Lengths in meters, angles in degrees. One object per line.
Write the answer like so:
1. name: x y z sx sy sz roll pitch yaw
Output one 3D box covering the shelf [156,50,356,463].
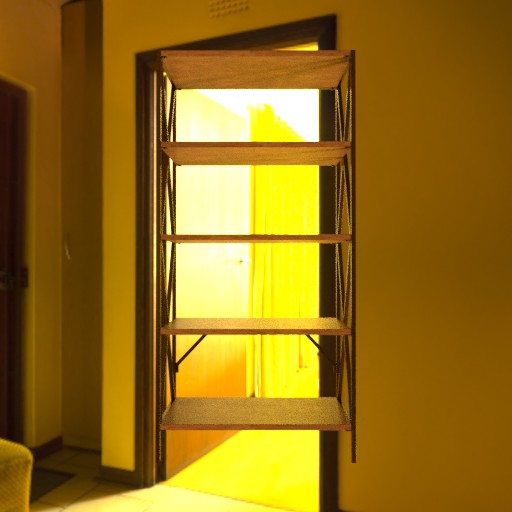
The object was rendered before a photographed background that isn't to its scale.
1. shelf: 0.000 0.000 2.130 0.874 1.803 0.386 0 0 0
